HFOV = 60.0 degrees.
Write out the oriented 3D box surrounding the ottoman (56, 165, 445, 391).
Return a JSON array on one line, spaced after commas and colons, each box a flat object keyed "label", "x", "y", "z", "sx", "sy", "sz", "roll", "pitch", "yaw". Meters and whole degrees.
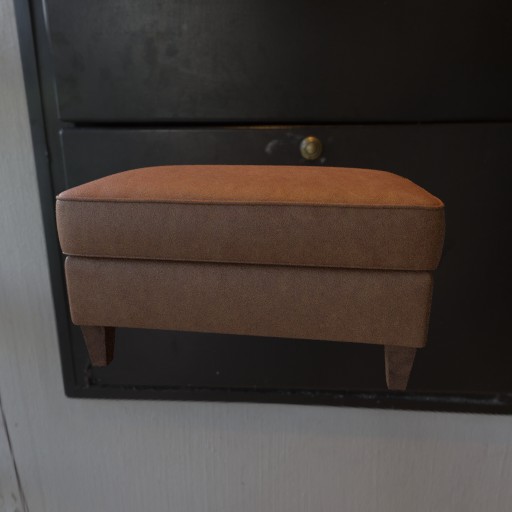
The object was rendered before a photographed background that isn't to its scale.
[{"label": "ottoman", "x": 0.000, "y": 0.000, "z": 1.228, "sx": 0.864, "sy": 0.483, "sz": 0.584, "roll": 2, "pitch": 16, "yaw": 8}]
